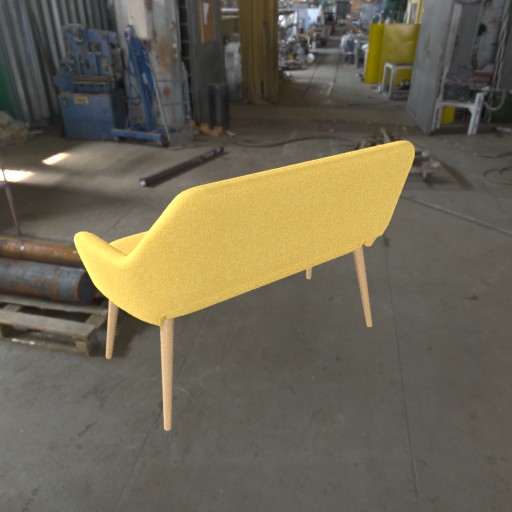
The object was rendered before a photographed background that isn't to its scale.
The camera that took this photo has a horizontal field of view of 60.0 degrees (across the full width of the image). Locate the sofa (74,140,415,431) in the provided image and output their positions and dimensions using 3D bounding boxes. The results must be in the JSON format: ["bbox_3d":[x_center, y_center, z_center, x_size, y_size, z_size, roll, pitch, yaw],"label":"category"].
[{"bbox_3d":[0.000,0.000,1.584,1.150,0.840,0.610,-19,34,-30],"label":"sofa"}]
